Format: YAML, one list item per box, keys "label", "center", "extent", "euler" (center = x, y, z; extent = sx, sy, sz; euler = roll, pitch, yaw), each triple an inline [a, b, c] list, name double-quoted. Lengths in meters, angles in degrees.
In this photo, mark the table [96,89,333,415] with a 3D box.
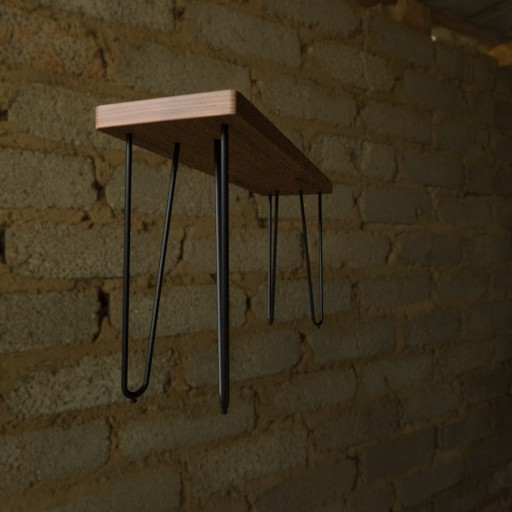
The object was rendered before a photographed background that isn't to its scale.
- label: "table"
  center: [0.000, 0.000, 1.893]
  extent: [0.425, 0.834, 1.570]
  euler: [0, 1, 18]
